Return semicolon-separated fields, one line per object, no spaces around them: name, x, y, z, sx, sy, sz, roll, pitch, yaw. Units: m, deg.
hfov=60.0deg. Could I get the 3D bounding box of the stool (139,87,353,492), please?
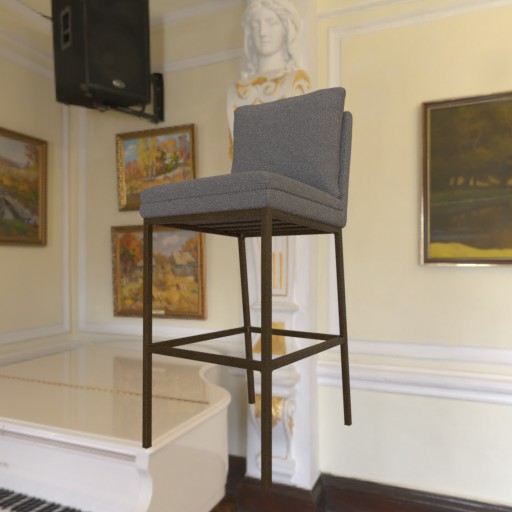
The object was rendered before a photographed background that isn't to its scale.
stool;0.000;0.000;1.409;0.463;1.132;0.569;-1;-1;35
